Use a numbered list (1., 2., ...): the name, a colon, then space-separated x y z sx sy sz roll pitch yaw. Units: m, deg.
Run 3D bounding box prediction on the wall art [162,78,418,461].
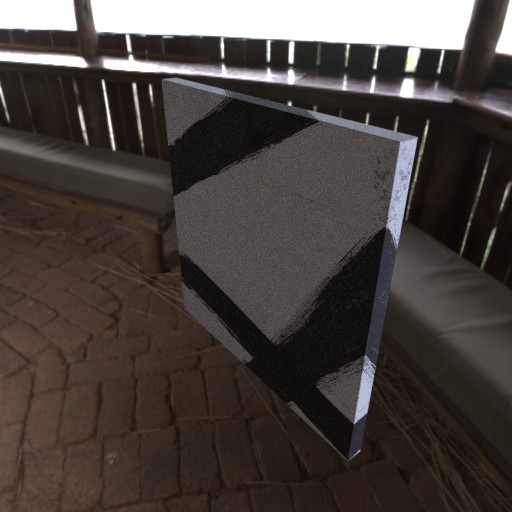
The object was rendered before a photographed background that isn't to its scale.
1. wall art: 0.000 0.000 1.135 0.046 0.765 0.765 -22 36 -32
